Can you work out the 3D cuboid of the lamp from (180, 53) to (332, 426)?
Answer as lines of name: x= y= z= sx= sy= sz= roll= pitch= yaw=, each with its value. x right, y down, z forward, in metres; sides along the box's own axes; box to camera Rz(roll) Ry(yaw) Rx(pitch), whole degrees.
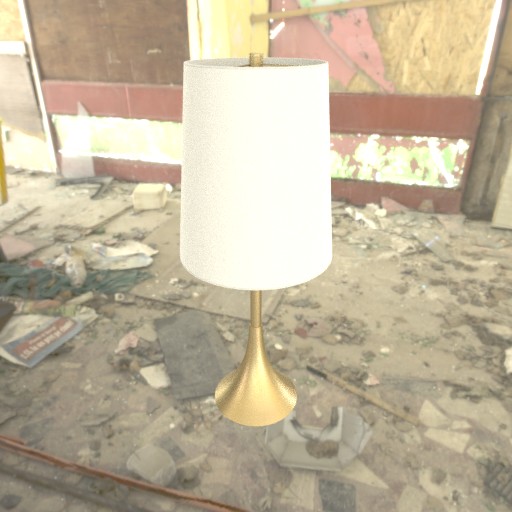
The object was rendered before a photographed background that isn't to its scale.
lamp: x=0.000 y=0.000 z=0.683 sx=0.231 sy=0.569 sz=0.231 roll=0 pitch=27 yaw=0
